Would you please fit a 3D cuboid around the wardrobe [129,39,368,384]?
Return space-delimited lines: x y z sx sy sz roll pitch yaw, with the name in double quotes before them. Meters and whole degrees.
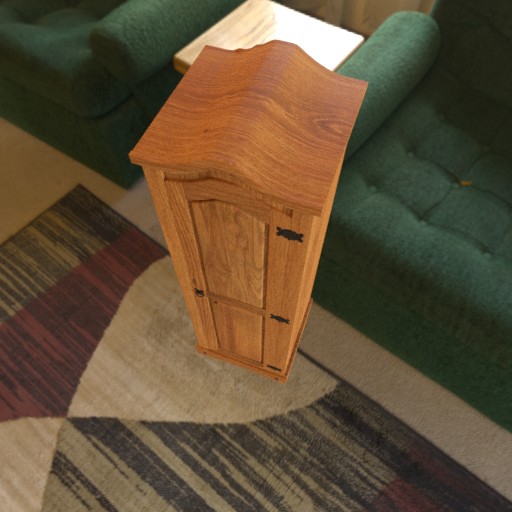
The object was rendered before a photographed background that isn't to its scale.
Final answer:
"wardrobe" 0.000 0.000 2.120 0.590 1.870 0.570 17 61 10
